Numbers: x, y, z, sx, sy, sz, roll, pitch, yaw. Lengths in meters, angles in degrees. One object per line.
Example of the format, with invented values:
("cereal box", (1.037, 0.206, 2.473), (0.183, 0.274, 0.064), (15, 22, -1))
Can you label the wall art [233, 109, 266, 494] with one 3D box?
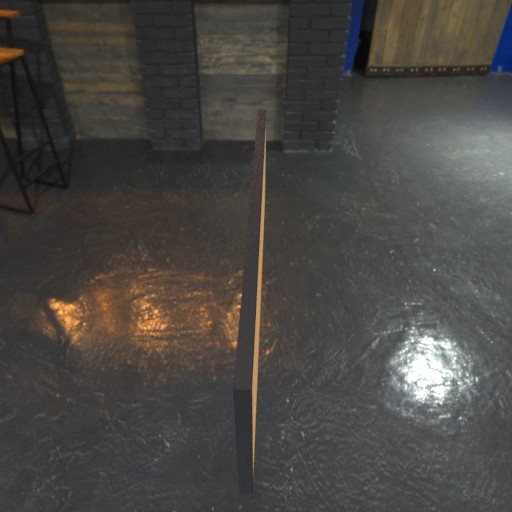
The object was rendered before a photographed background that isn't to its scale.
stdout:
("wall art", (0.000, 0.000, 1.760), (0.041, 0.554, 1.572), (1, 40, 2))
